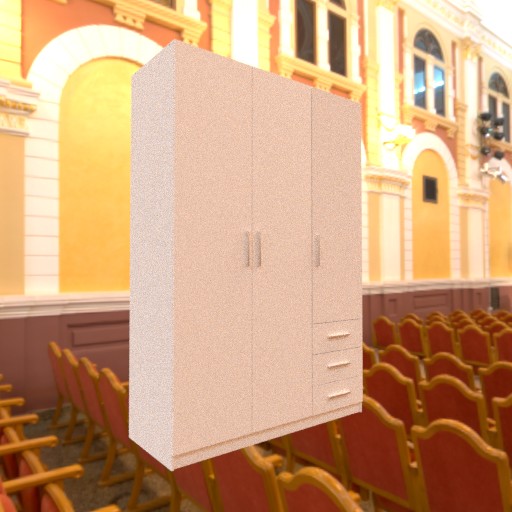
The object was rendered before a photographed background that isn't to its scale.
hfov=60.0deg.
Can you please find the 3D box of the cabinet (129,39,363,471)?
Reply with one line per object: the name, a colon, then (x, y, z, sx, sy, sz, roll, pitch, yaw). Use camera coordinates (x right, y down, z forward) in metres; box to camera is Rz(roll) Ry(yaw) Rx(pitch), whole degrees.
cabinet: (0.000, 0.000, 2.538, 1.290, 1.910, 0.510, 1, -2, -38)
